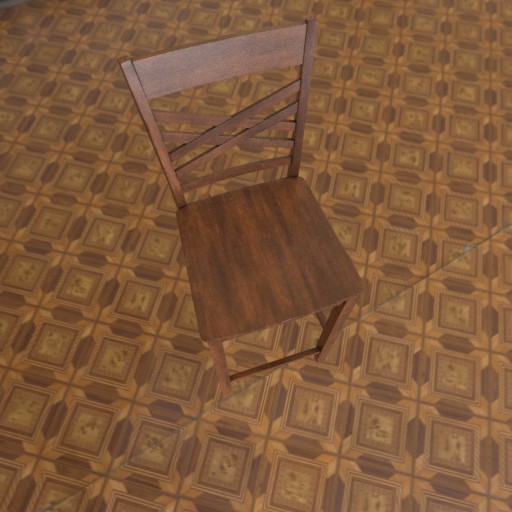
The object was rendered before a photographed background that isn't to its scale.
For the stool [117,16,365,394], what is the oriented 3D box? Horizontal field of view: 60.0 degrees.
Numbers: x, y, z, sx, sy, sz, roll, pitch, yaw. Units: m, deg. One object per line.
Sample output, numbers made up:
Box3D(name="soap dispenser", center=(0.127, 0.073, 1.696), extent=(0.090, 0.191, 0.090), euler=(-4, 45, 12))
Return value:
Box3D(name="stool", center=(0.000, 0.000, 1.292), extent=(0.426, 1.098, 0.504), euler=(-16, 64, -8))
